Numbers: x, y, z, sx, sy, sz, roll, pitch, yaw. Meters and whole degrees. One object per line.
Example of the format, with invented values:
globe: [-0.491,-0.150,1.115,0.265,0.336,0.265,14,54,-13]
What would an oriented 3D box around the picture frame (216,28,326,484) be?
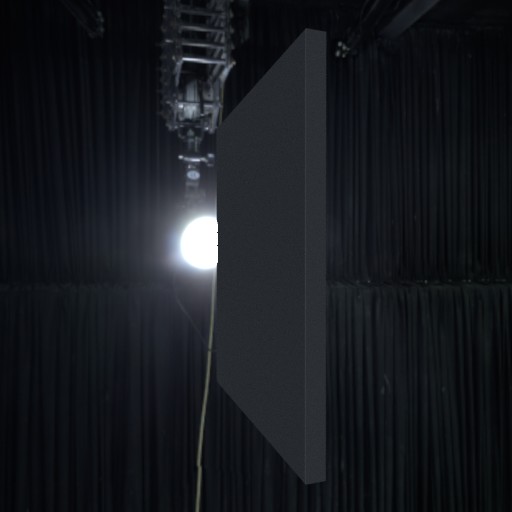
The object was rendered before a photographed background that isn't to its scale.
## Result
picture frame: [0.000,0.000,0.763,0.028,0.556,0.460,0,0,-19]
